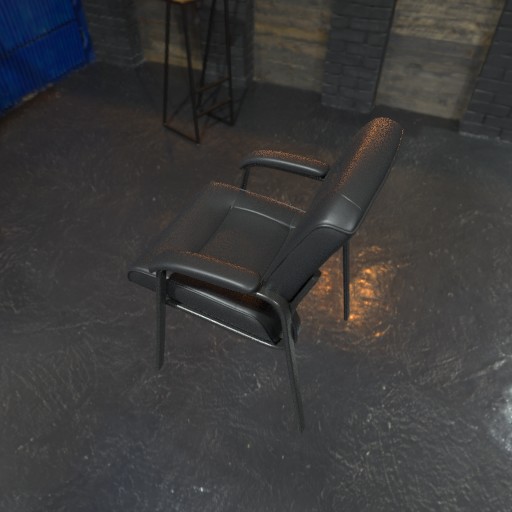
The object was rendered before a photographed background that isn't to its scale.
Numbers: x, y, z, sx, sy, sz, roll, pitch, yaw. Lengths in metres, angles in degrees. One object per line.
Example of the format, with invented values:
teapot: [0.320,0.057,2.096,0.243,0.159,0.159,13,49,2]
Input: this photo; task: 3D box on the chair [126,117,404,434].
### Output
chair: [0.000,0.000,1.381,0.668,0.910,0.591,19,48,17]
